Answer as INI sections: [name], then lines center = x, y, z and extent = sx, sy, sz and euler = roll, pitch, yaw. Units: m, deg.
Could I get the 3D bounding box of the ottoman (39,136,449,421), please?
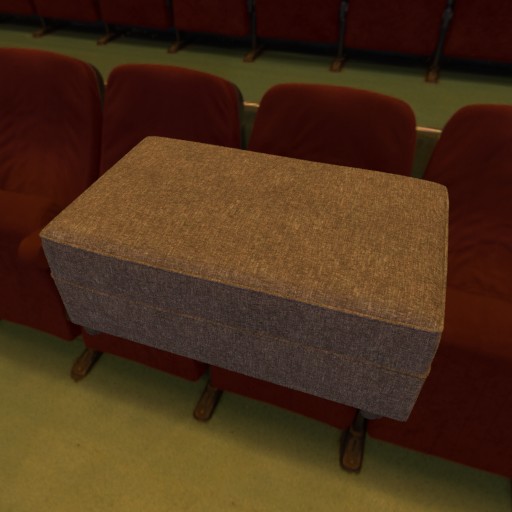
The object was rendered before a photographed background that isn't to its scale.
[ottoman]
center = 0.000, 0.000, 1.541
extent = 1.184, 0.487, 0.717
euler = 13, 43, 14
